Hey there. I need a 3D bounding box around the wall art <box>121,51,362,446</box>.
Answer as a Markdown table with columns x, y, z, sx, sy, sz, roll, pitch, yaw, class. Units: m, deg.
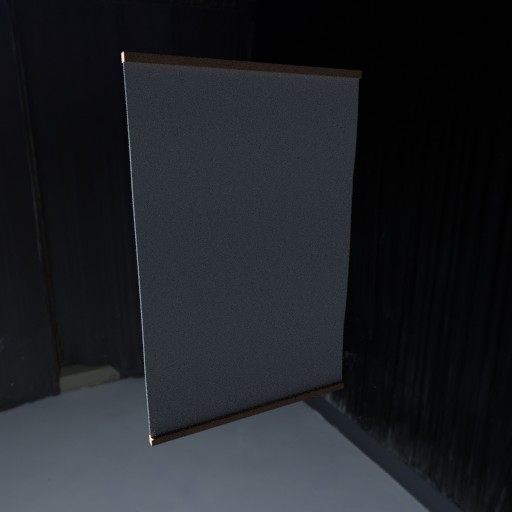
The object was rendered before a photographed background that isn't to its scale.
| x | y | z | sx | sy | sz | roll | pitch | yaw | class |
| --- | --- | --- | --- | --- | --- | --- | --- | --- | --- |
| 0.000 | 0.000 | 0.631 | 0.332 | 0.508 | 0.012 | -7 | 17 | -26 | wall art |
